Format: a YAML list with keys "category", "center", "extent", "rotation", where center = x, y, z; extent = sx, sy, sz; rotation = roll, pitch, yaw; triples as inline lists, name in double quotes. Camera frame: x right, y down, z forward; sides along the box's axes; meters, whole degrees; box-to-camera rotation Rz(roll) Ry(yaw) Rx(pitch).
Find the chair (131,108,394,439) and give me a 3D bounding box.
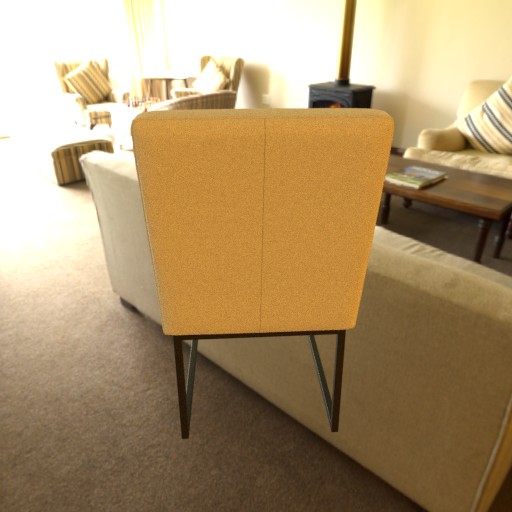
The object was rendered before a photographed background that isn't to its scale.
- category: "chair"
  center: [0.000, 0.000, 1.315]
  extent: [0.520, 0.930, 0.634]
  rotation: [-1, 28, -3]
